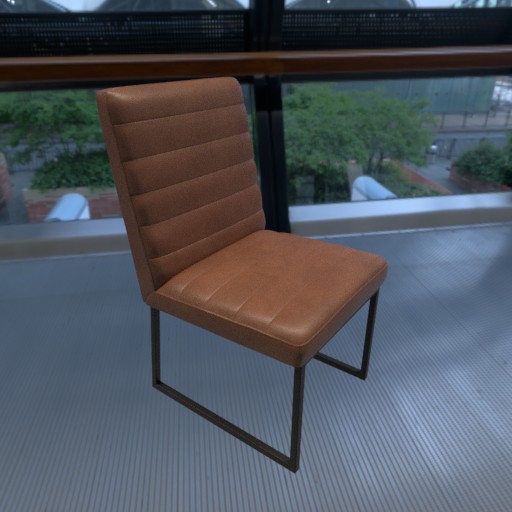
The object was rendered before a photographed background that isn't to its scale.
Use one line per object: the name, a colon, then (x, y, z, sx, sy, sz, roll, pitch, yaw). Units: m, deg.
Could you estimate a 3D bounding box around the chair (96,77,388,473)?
chair: (0.000, 0.000, 1.294, 0.634, 0.930, 0.520, 18, 31, 32)
